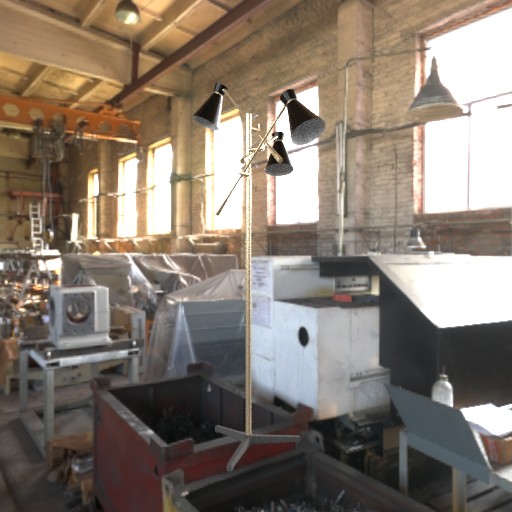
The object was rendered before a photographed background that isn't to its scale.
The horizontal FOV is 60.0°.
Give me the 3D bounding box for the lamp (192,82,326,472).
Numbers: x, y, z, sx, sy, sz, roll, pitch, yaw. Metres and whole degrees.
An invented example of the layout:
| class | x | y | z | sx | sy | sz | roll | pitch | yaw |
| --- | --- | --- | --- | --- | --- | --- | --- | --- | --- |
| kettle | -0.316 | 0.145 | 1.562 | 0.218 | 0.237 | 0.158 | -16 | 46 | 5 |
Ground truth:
| class | x | y | z | sx | sy | sz | roll | pitch | yaw |
| --- | --- | --- | --- | --- | --- | --- | --- | --- | --- |
| lamp | 0.000 | 0.000 | 2.157 | 0.750 | 1.804 | 0.653 | 0 | 0 | 18 |
